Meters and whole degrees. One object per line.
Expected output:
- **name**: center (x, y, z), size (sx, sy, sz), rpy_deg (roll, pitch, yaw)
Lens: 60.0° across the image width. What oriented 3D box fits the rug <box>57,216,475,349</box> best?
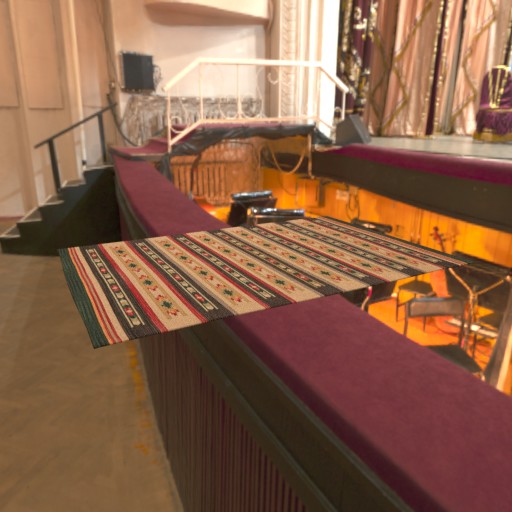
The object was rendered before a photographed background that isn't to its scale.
- **rug**: center (0.000, 0.000, 2.309), size (1.825, 0.009, 1.221), rpy_deg (-9, 20, -27)
